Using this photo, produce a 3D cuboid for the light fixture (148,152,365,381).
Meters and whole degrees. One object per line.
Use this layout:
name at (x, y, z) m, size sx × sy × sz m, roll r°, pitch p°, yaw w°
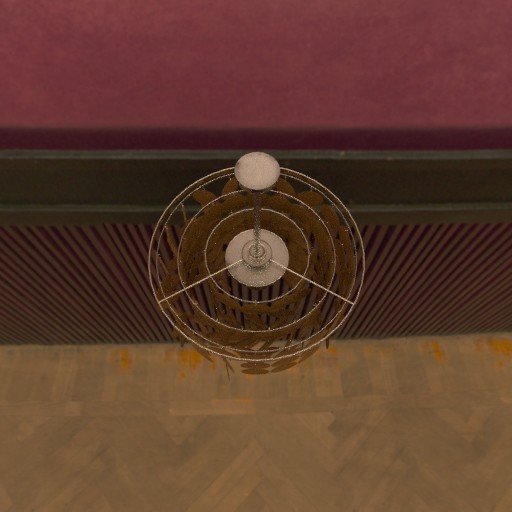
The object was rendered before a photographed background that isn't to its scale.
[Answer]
light fixture at (0.000, 0.000, 0.747) m, size 0.368 × 0.492 × 0.368 m, roll 0°, pitch 64°, yaw 0°
